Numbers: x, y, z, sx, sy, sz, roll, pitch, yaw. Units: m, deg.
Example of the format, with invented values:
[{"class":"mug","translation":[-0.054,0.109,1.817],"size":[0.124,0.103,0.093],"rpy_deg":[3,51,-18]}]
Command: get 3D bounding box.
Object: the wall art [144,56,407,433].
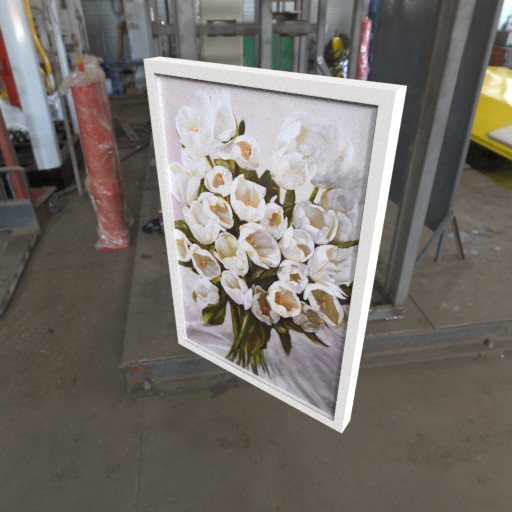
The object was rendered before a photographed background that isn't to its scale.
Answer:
[{"class":"wall art","translation":[0.000,0.000,0.841],"size":[0.450,0.657,0.038],"rpy_deg":[21,37,30]}]
